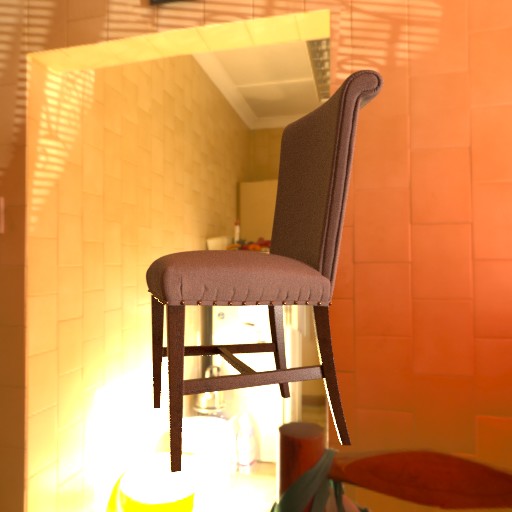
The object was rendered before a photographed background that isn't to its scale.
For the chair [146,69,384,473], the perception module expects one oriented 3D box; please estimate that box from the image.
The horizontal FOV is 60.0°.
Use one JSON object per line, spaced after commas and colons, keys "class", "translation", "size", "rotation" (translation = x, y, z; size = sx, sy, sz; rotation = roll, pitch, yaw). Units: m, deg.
{"class": "chair", "translation": [0.000, 0.000, 1.324], "size": [0.608, 0.988, 0.513], "rotation": [0, -1, -18]}
